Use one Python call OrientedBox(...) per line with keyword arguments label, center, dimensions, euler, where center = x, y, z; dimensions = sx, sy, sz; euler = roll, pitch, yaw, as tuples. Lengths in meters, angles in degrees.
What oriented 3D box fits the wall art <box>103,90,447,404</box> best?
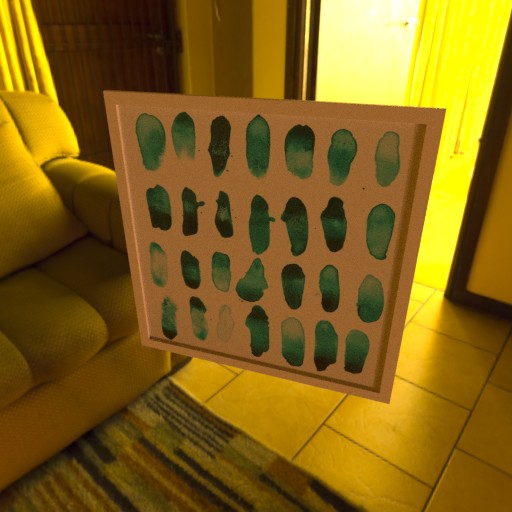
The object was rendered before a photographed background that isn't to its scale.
OrientedBox(label="wall art", center=(0.000, 0.000, 0.674), dimensions=(0.456, 0.457, 0.009), euler=(9, 29, 17))
